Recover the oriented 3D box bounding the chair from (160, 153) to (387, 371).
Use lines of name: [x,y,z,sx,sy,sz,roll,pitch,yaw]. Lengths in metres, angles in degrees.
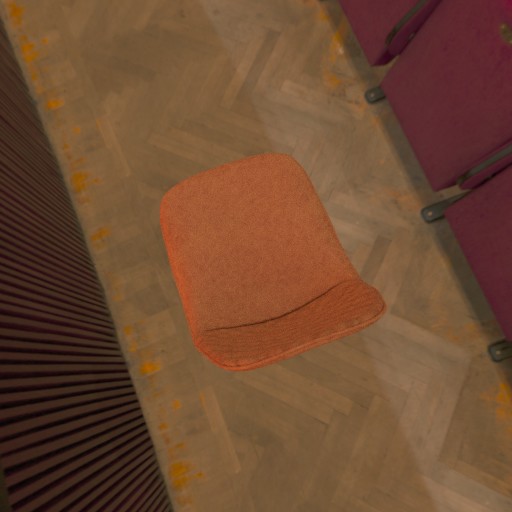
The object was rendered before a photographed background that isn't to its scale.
chair: [0.000,0.000,1.207,0.472,0.889,0.561,-19,77,-5]
